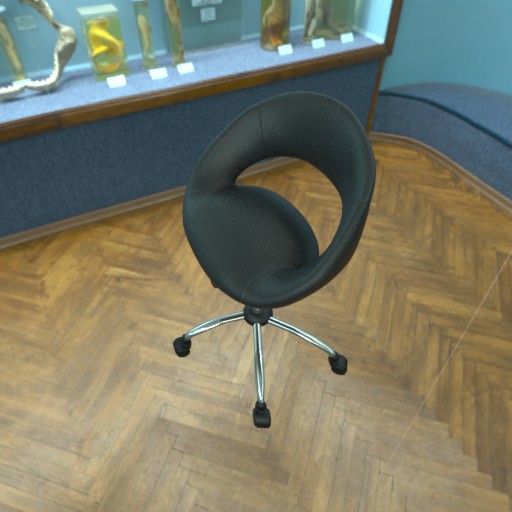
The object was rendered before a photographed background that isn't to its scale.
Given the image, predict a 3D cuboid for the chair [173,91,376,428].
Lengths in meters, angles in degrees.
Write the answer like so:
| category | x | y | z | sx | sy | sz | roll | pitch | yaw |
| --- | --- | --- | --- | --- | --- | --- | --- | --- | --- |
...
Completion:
| category | x | y | z | sx | sy | sz | roll | pitch | yaw |
| --- | --- | --- | --- | --- | --- | --- | --- | --- | --- |
| chair | 0.000 | 0.000 | 1.225 | 0.538 | 0.791 | 0.612 | -19 | 49 | -18 |
